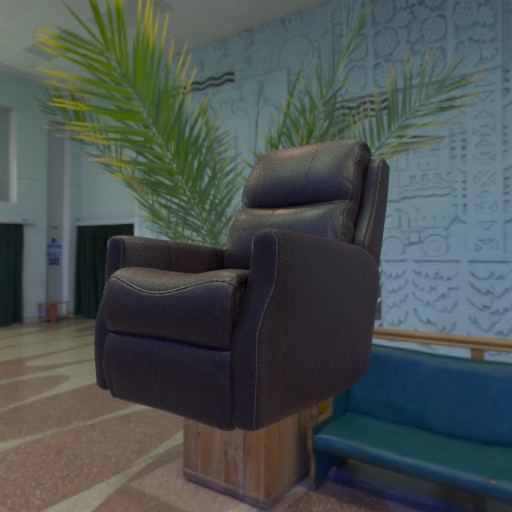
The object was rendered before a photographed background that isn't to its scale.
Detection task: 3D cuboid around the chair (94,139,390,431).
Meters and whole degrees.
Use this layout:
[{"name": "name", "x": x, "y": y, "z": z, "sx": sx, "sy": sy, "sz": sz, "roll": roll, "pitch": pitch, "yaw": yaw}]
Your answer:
[{"name": "chair", "x": 0.000, "y": 0.000, "z": 1.755, "sx": 0.829, "sy": 1.030, "sz": 1.080, "roll": 0, "pitch": 0, "yaw": 36}]
